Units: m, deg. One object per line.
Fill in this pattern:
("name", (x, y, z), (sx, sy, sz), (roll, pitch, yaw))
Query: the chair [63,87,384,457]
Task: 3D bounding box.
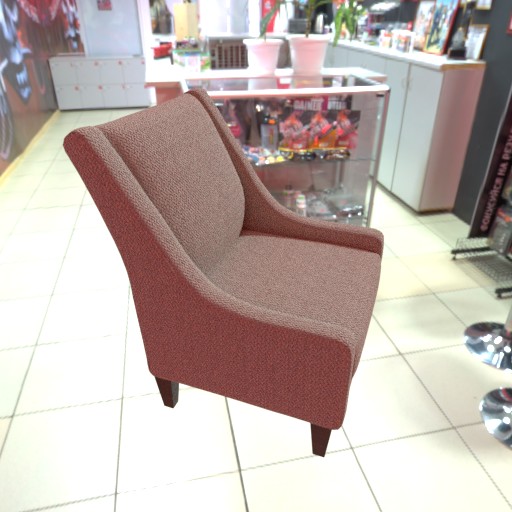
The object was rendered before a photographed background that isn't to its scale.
("chair", (0.000, 0.000, 1.616), (0.870, 1.014, 0.774), (11, 32, 18))
